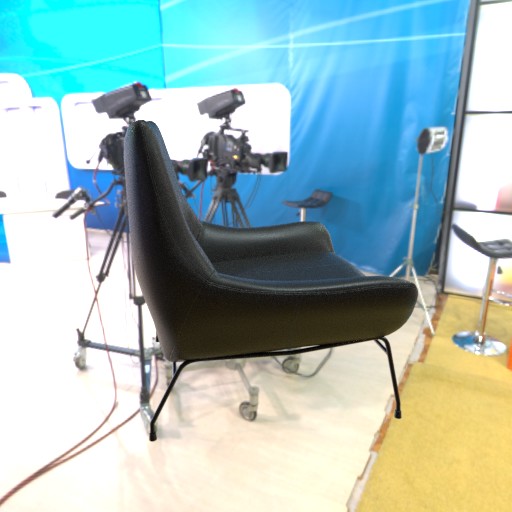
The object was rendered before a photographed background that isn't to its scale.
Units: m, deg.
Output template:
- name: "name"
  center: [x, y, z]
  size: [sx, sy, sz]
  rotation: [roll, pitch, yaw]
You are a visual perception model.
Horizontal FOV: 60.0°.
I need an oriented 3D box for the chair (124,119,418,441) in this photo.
- name: "chair"
  center: [0.000, 0.000, 1.572]
  size: [0.826, 0.922, 0.836]
  rotation: [-3, 17, -10]
